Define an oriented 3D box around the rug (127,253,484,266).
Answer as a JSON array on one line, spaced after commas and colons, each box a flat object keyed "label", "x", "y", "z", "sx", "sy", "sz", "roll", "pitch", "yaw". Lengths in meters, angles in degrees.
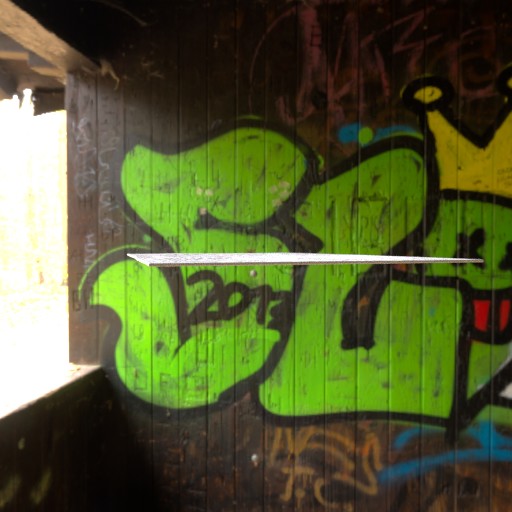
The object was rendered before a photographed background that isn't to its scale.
[{"label": "rug", "x": 0.000, "y": 0.000, "z": 3.188, "sx": 1.706, "sy": 0.026, "sz": 2.438, "roll": 0, "pitch": 1, "yaw": -18}]
